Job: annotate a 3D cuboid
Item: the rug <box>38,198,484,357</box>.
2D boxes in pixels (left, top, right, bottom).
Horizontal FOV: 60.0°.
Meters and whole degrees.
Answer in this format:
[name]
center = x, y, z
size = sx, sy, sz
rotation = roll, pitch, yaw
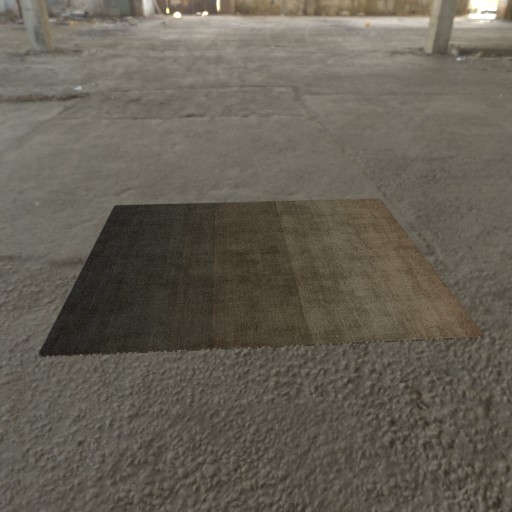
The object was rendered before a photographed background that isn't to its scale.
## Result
[rug]
center = 0.000, 0.000, 3.841
size = 2.902, 0.017, 2.306
rotation = -2, 31, -3
